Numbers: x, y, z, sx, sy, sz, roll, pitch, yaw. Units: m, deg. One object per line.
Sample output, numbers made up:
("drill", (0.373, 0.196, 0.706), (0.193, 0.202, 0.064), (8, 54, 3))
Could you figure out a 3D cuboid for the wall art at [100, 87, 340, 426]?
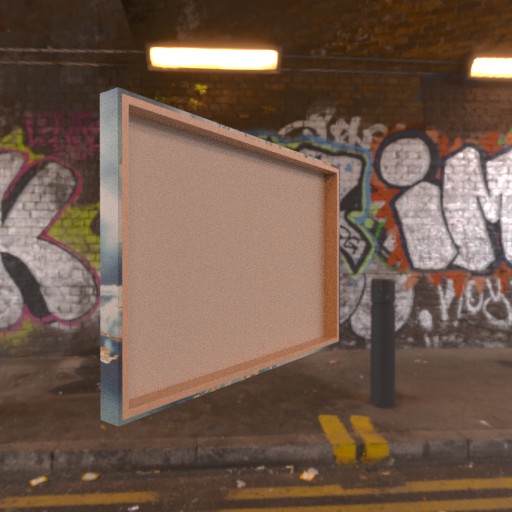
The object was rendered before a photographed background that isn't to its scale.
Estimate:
("wall art", (0.000, 0.000, 0.785), (0.036, 0.405, 0.607), (0, 0, 36))
